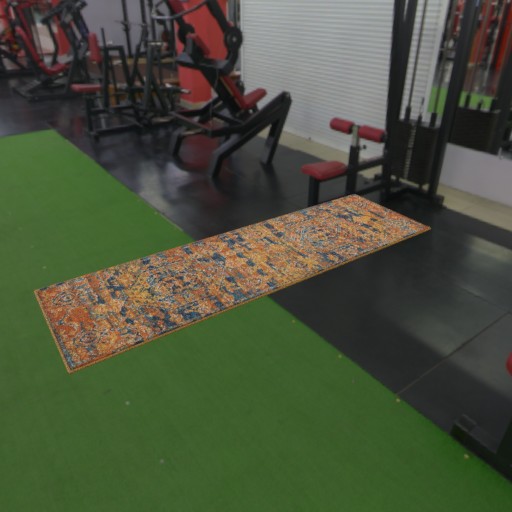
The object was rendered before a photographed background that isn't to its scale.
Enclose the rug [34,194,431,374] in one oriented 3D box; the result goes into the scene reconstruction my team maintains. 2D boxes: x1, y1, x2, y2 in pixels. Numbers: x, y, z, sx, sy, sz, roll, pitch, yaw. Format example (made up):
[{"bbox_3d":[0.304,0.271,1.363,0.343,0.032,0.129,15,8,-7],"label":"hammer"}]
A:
[{"bbox_3d":[0.000,0.000,2.051,1.820,0.013,0.556,-19,35,-29],"label":"rug"}]
